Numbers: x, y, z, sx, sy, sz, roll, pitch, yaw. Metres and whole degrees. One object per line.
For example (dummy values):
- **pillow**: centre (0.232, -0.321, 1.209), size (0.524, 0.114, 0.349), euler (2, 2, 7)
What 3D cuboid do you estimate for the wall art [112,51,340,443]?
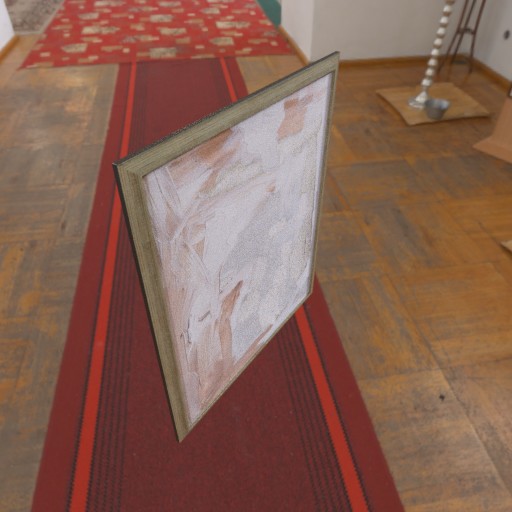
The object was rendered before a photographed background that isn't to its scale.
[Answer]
- **wall art**: centre (0.000, 0.000, 0.904), size (0.018, 0.660, 0.559), euler (25, 46, 27)
